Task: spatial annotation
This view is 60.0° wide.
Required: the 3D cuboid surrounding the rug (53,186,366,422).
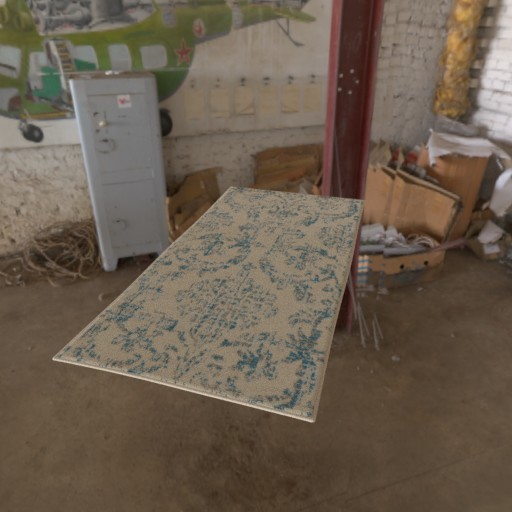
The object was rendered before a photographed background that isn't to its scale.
[{"bbox_3d":[0.000,0.000,1.440,0.605,0.007,1.220,8,29,15],"label":"rug"}]
